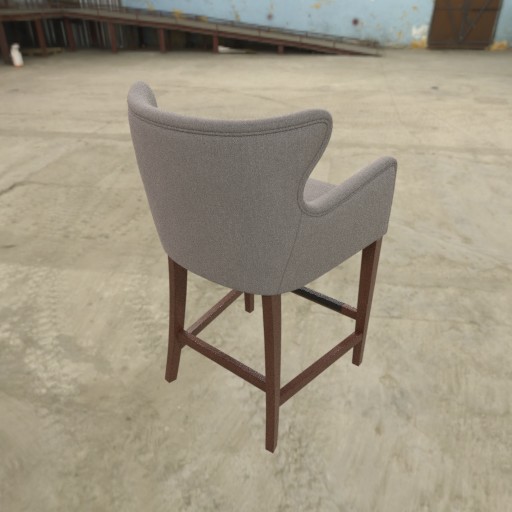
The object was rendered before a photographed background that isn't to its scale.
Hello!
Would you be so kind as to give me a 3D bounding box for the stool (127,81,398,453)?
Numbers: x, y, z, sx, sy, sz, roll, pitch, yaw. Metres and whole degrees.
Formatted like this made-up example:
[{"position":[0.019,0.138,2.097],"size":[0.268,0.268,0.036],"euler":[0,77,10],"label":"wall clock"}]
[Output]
[{"position":[0.000,0.000,1.301],"size":[0.575,0.951,0.575],"euler":[22,37,33],"label":"stool"}]
